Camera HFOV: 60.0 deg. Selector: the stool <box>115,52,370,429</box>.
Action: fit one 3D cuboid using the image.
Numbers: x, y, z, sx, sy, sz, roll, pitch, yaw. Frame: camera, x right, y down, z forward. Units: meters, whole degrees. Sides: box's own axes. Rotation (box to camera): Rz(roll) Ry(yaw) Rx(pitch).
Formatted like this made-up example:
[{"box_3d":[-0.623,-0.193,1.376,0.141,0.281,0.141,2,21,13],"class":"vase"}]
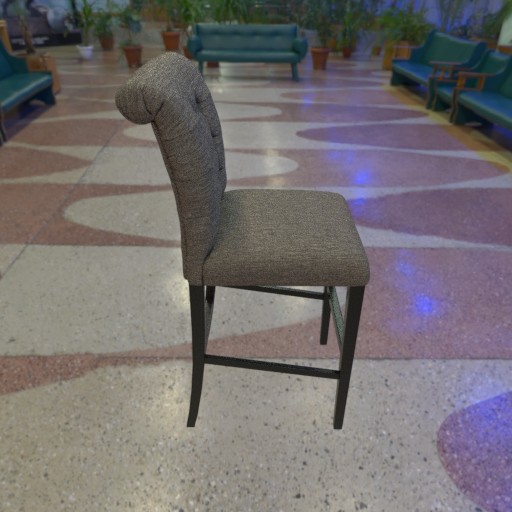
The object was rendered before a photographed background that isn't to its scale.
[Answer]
[{"box_3d":[0.000,0.000,1.395,0.613,1.131,0.452,0,32,0],"class":"stool"}]
